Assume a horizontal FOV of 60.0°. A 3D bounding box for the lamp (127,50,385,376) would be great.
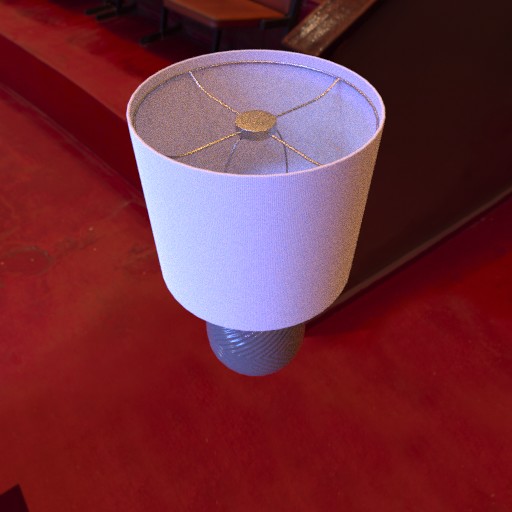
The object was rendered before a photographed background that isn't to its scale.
[{"bbox_3d":[0.000,0.000,0.492,0.207,0.366,0.207,-30,53,-26],"label":"lamp"}]
